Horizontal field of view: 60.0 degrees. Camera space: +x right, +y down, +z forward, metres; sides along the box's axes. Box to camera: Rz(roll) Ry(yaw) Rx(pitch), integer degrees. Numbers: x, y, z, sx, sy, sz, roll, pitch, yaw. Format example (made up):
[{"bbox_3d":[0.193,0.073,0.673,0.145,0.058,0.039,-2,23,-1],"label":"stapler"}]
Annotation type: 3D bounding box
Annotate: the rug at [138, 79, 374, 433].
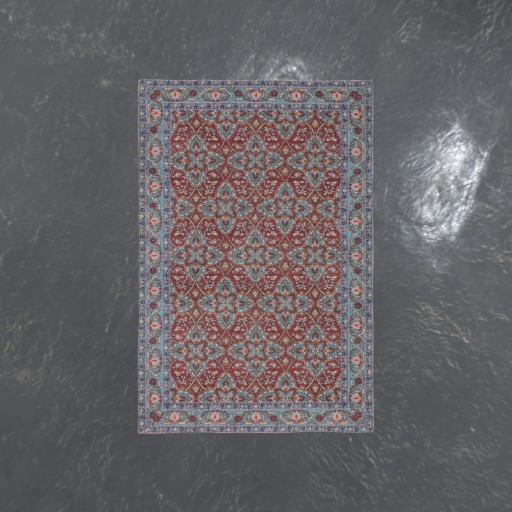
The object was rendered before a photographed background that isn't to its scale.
[{"bbox_3d":[0.000,0.000,2.295,1.219,0.009,1.829,0,90,-1],"label":"rug"}]
